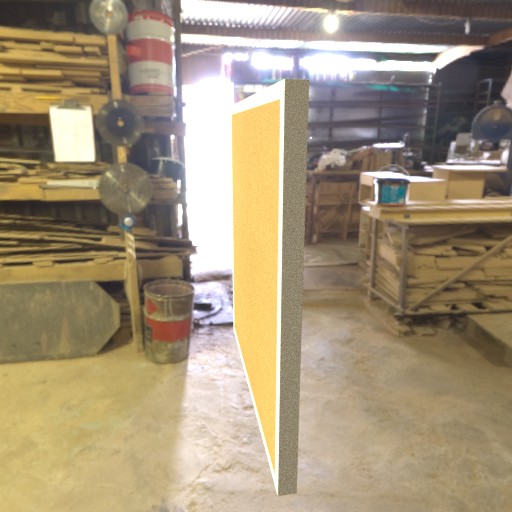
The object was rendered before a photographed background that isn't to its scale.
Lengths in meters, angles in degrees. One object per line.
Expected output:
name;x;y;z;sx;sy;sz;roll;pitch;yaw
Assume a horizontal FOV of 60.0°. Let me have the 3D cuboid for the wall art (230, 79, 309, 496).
wall art;0.000;0.000;1.128;0.038;0.761;0.763;-3;16;-9
